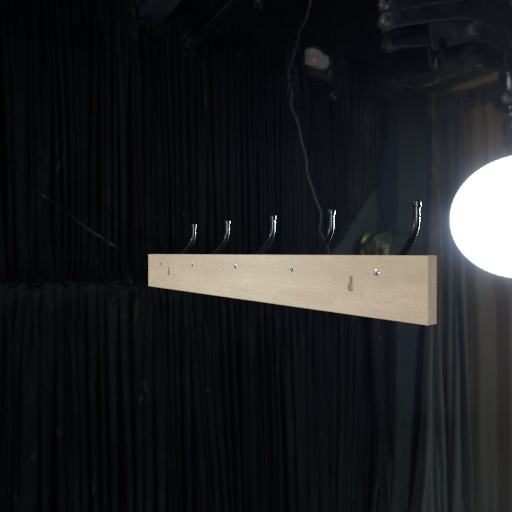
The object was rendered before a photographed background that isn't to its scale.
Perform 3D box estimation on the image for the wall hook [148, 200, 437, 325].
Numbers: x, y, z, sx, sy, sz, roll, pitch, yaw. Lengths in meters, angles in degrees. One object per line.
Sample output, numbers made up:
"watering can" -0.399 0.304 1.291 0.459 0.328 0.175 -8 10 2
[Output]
"wall hook" 0.000 0.000 0.625 0.071 0.117 0.571 0 0 -37
